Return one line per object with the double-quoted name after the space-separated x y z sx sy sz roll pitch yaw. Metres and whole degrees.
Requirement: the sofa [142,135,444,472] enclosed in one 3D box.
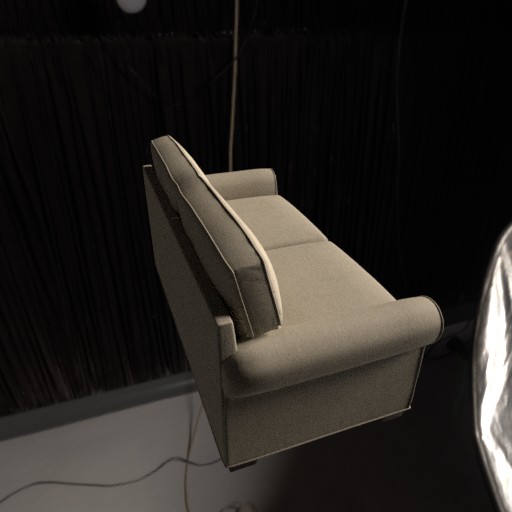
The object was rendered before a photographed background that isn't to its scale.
0.000 0.000 2.265 0.861 0.933 1.774 -10 31 -18 "sofa"
